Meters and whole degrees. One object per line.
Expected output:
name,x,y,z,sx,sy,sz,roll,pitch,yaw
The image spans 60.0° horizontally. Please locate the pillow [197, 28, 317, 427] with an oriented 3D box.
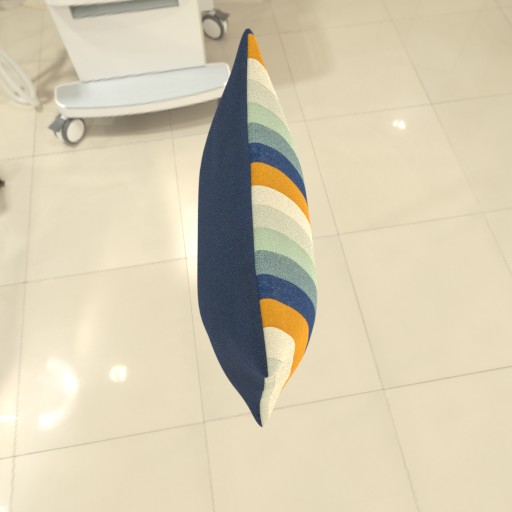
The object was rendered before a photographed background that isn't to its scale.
pillow,0.000,0.000,0.697,0.173,0.454,0.463,-2,63,-1
